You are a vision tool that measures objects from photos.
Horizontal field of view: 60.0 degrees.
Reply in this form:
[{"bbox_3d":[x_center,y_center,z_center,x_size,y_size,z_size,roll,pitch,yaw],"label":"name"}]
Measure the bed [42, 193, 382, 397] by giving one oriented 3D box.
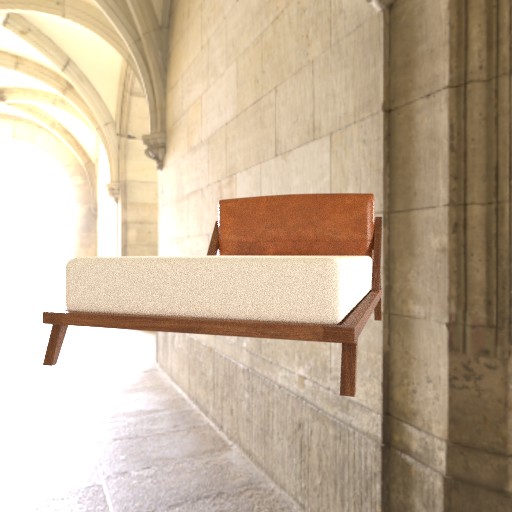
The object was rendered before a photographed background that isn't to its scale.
[{"bbox_3d":[0.000,0.000,3.214,1.651,1.168,2.311,0,0,19],"label":"bed"}]
